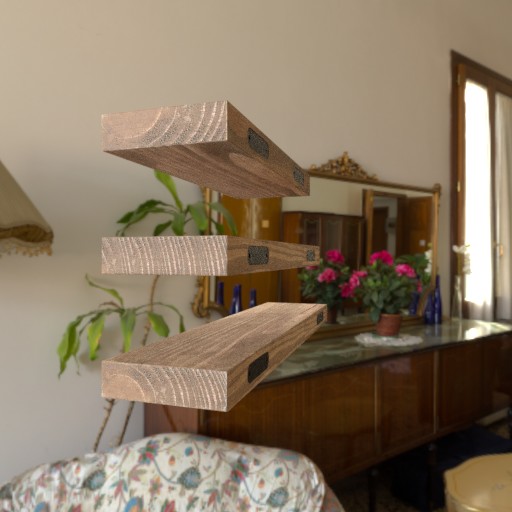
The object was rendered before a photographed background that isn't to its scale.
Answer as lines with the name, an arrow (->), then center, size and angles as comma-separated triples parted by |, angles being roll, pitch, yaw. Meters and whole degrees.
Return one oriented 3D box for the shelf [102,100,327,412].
shelf -> 0.000, 0.000, 0.726 | 0.140, 0.293, 0.610 | 0, 0, 18
